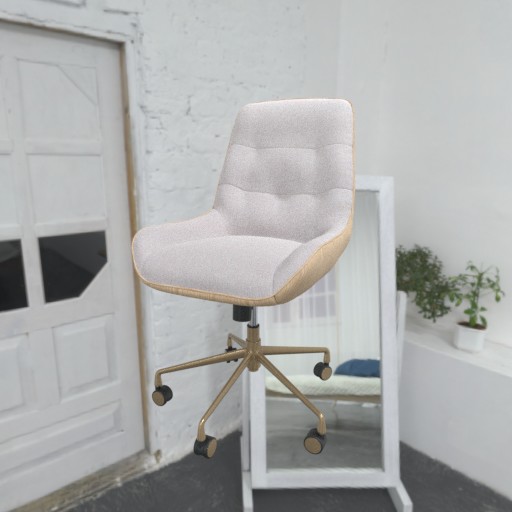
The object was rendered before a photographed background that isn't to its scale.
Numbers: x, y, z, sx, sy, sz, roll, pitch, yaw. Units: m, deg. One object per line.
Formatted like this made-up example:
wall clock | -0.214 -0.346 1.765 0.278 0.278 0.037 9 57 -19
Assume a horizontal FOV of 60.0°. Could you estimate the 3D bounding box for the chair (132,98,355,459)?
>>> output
chair | 0.000 0.000 1.330 0.564 0.952 0.668 7 15 25
